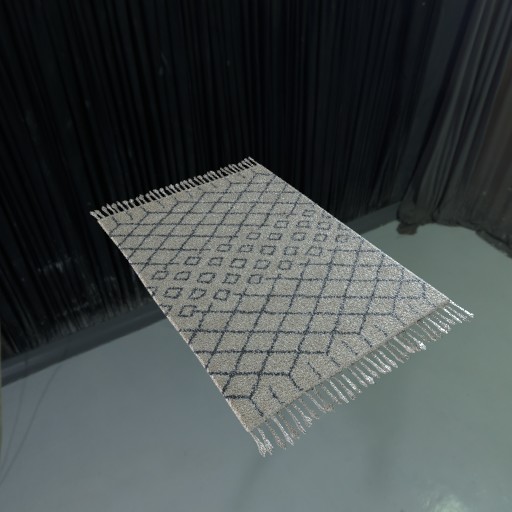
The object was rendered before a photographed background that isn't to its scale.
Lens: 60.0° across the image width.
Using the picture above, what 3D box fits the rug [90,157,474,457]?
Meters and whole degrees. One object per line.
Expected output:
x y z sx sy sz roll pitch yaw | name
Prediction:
0.000 0.000 3.313 1.664 0.029 2.615 -24 46 -26 | rug
